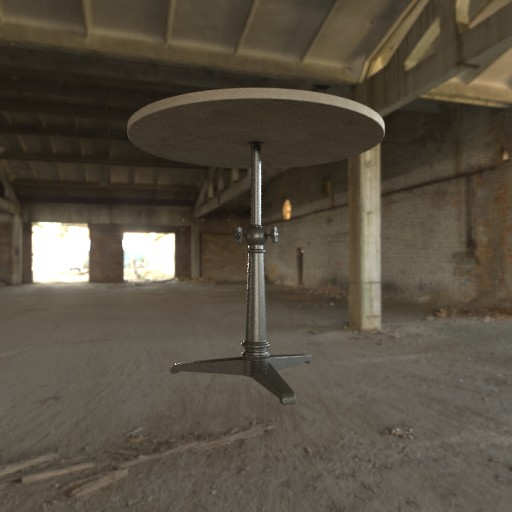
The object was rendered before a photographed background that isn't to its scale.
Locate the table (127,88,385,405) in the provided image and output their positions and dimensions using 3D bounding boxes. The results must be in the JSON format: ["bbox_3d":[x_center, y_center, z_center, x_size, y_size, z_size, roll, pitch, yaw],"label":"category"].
[{"bbox_3d":[0.000,0.000,1.432,0.800,0.780,0.800,0,-1,0],"label":"table"}]
